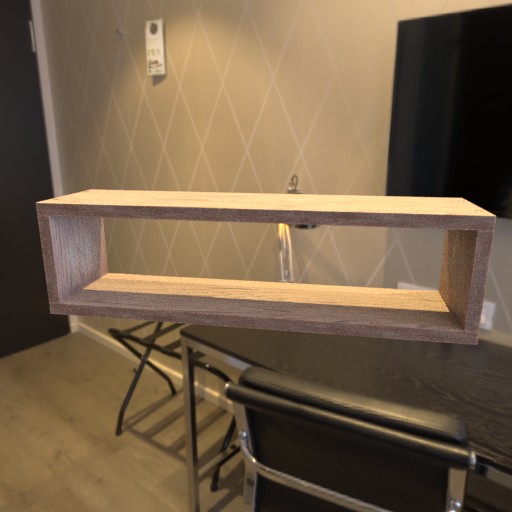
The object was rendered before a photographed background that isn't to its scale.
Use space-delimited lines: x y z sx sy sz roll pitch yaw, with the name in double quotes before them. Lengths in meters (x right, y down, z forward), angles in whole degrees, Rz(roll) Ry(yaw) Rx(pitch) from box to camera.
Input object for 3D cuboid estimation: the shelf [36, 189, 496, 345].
"shelf" 0.000 0.000 0.674 0.610 0.170 0.150 3 16 9
